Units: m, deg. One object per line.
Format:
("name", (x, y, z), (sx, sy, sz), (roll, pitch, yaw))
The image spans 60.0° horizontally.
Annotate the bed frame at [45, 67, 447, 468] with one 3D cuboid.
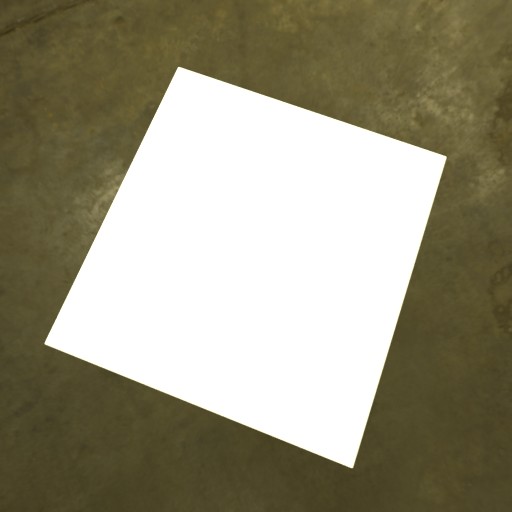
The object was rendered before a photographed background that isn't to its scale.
("bed frame", (0.000, 0.000, 3.053), (1.930, 0.559, 2.032), (20, 77, 5))
